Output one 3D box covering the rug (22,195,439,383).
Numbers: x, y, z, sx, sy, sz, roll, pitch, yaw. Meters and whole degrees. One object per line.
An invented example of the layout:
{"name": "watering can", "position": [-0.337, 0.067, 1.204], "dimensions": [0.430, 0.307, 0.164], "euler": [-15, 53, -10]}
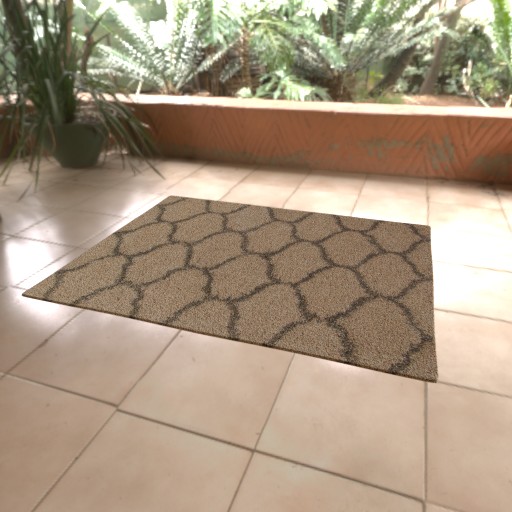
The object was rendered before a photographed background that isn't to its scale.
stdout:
{"name": "rug", "position": [0.000, 0.000, 3.969], "dimensions": [3.000, 0.026, 2.399], "euler": [9, 28, 16]}
